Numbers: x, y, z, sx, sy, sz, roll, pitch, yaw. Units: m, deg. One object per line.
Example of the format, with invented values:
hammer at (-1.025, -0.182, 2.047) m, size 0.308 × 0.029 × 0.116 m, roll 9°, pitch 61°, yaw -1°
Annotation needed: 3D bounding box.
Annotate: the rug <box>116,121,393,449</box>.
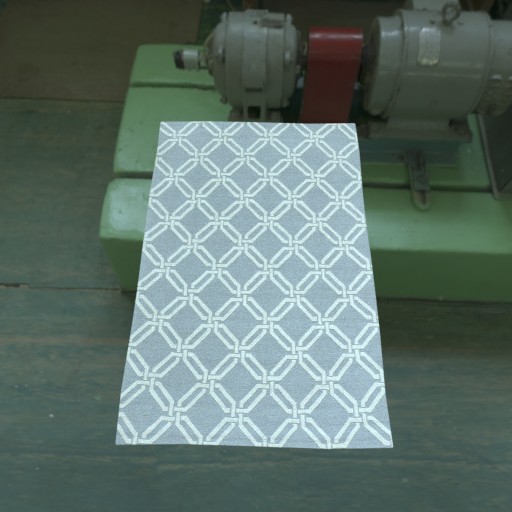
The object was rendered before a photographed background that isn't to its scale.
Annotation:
rug at (0.000, 0.000, 2.200) m, size 1.148 × 0.010 × 1.754 m, roll 1°, pitch 63°, yaw 0°
